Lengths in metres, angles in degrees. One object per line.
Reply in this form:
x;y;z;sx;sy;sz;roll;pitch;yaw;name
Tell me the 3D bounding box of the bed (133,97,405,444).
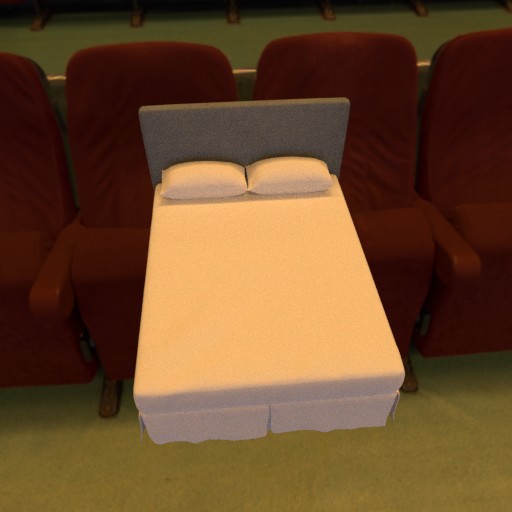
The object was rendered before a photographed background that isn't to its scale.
0.000;0.000;3.212;1.713;1.330;2.142;-4;47;-3;bed
